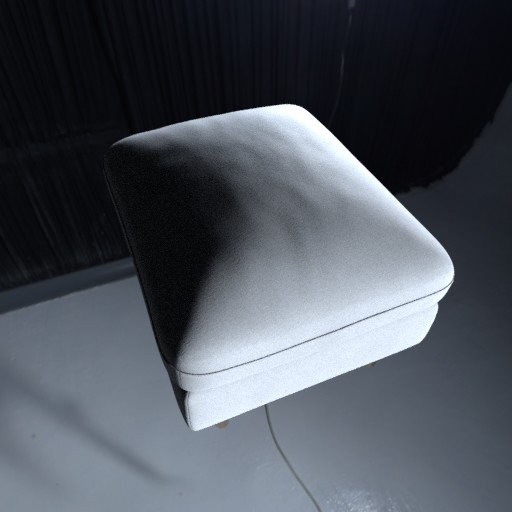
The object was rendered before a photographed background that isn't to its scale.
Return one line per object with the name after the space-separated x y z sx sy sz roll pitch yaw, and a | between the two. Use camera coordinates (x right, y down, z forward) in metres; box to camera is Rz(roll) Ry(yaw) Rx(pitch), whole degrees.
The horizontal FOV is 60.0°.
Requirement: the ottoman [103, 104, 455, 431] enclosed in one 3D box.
0.000 0.000 1.118 0.593 0.478 0.747 -17 48 -16 | ottoman
